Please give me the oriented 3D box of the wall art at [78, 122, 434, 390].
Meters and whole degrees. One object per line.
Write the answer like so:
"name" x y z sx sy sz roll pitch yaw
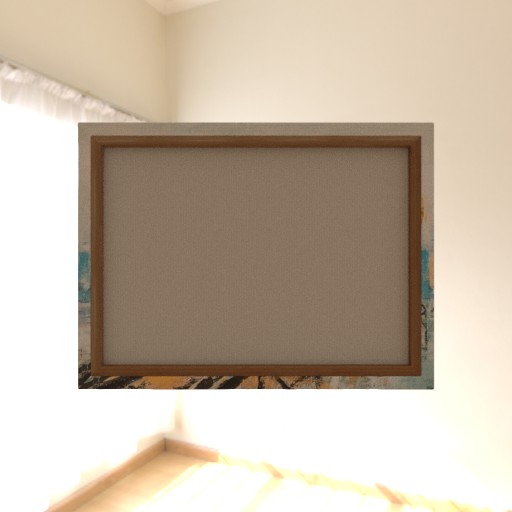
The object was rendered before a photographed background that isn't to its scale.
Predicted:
"wall art" 0.000 0.000 1.278 1.016 0.762 0.038 0 0 0
